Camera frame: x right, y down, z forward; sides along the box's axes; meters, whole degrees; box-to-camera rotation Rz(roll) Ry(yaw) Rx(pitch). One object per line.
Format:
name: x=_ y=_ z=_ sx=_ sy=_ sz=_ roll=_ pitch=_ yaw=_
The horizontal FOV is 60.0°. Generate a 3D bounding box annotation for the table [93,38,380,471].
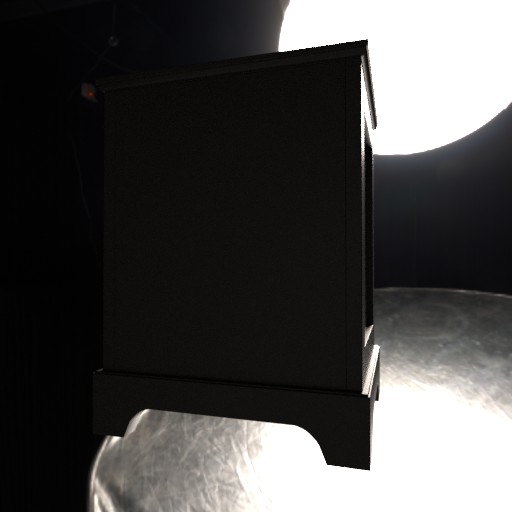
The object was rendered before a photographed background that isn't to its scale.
table: x=0.000 y=0.000 z=0.882 sx=0.460 sy=0.610 sz=0.399 roll=0 pitch=-1 yaw=17
